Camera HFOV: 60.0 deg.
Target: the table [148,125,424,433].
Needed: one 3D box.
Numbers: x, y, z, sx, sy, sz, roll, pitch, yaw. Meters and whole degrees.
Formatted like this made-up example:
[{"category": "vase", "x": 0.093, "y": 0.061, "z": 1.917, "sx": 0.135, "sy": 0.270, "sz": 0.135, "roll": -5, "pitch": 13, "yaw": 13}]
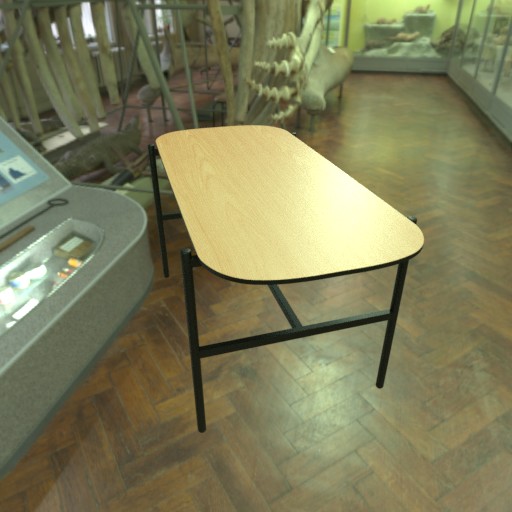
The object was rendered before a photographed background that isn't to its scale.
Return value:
[{"category": "table", "x": 0.000, "y": 0.000, "z": 1.031, "sx": 0.400, "sy": 0.400, "sz": 0.800, "roll": -9, "pitch": 31, "yaw": -14}]
